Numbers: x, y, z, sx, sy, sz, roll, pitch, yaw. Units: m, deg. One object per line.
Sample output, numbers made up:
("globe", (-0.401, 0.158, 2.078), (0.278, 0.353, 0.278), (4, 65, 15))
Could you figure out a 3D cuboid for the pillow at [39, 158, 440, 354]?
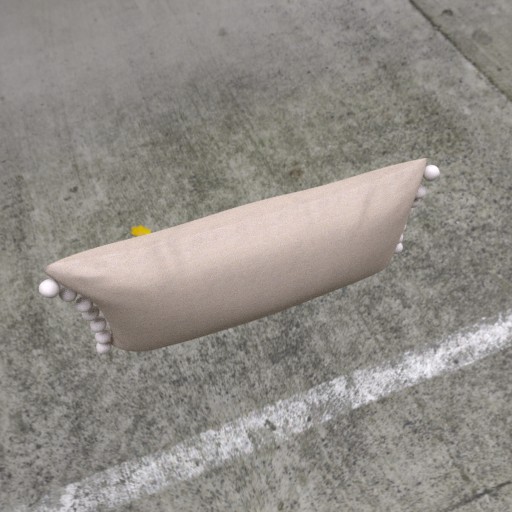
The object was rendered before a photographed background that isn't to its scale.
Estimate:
("pillow", (0.000, 0.000, 0.844), (0.709, 0.322, 0.201), (-18, 59, -11))
